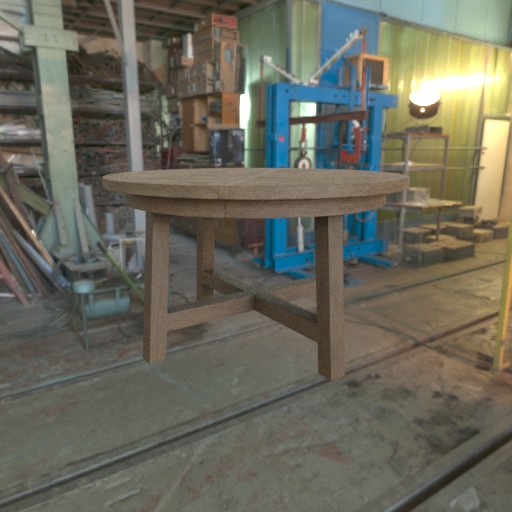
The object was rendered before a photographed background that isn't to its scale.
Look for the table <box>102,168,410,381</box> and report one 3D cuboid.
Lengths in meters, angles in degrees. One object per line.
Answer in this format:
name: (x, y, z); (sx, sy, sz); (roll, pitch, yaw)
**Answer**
table: (0.000, 0.000, 2.095); (1.319, 0.762, 1.319); (0, 14, 0)
